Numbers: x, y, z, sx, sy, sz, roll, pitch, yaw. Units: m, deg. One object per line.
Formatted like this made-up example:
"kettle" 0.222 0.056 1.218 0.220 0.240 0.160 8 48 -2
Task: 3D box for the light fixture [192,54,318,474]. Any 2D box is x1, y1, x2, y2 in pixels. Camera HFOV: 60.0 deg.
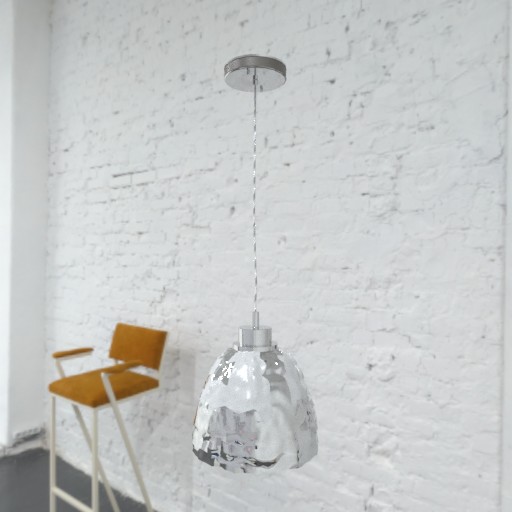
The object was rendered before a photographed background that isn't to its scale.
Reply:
"light fixture" 0.000 0.000 1.776 0.500 1.511 0.496 0 -1 17
